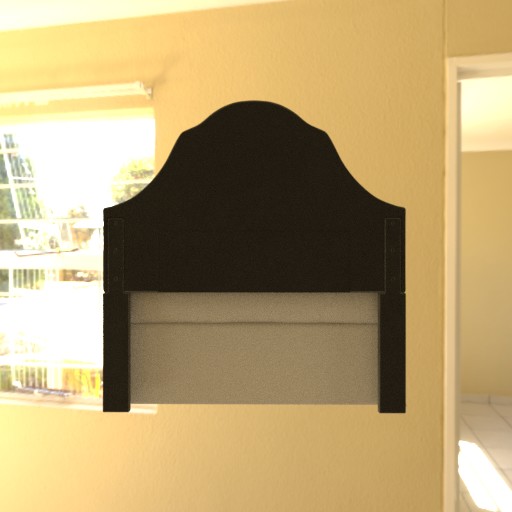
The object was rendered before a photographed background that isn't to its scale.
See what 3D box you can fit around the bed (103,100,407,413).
[{"bbox_3d":[0.000,0.000,3.299,1.636,1.575,2.155,0,0,1],"label":"bed"}]
